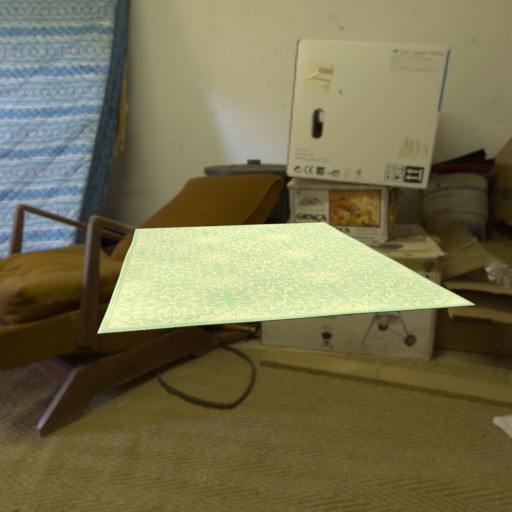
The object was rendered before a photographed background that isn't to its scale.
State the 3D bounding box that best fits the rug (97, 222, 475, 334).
[{"bbox_3d":[0.000,0.000,4.098,2.363,0.012,2.980,-3,15,-10],"label":"rug"}]
